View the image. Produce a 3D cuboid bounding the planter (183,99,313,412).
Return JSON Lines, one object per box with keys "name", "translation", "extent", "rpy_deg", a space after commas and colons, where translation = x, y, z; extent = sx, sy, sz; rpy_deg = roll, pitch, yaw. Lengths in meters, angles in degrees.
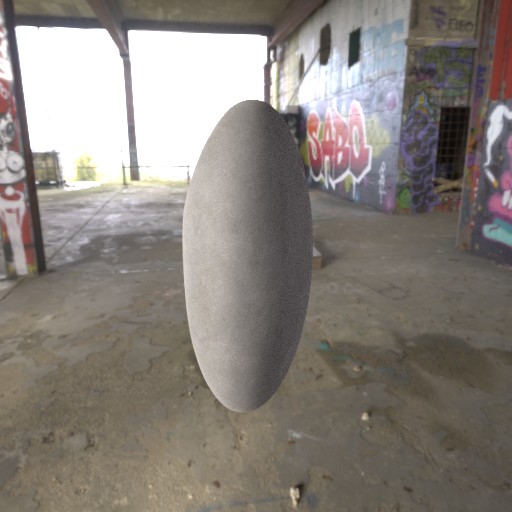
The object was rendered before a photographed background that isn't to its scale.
{"name": "planter", "translation": [0.000, 0.000, 0.281], "extent": [0.071, 0.188, 0.185], "rpy_deg": [3, 15, 10]}
